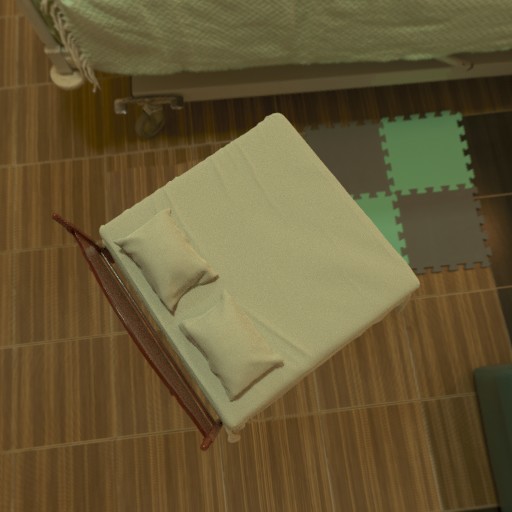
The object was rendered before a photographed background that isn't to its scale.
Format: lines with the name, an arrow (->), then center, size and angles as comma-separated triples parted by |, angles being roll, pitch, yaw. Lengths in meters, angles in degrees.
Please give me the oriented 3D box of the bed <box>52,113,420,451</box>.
bed -> 0.000, 0.000, 3.718 | 2.219, 1.355, 2.322 | -35, 79, -8
